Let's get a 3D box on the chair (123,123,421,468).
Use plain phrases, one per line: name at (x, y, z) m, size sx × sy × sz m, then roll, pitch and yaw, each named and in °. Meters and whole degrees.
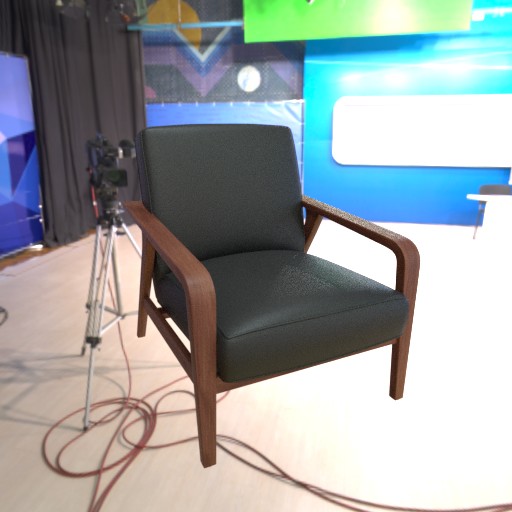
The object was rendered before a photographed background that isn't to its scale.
chair at (0.000, 0.000, 1.513) m, size 0.719 × 0.861 × 0.889 m, roll -8°, pitch 19°, yaw -25°
